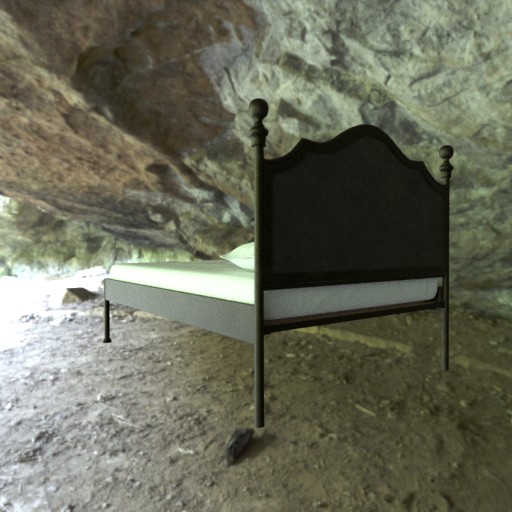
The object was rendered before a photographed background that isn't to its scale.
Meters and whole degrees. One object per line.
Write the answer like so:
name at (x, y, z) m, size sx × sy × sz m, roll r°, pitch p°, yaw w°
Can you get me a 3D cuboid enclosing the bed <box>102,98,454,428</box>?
bed at (0.000, 0.000, 3.337) m, size 1.642 × 1.499 × 2.224 m, roll -1°, pitch 2°, yaw -37°
